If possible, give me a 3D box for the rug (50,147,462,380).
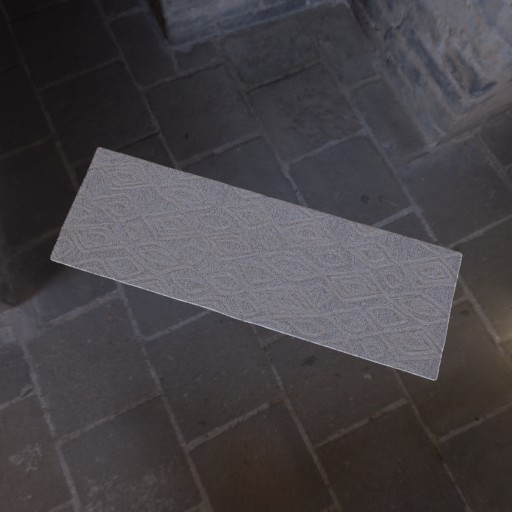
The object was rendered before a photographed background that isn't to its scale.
[{"bbox_3d":[0.000,0.000,2.740,2.436,0.013,0.807,17,77,4],"label":"rug"}]
